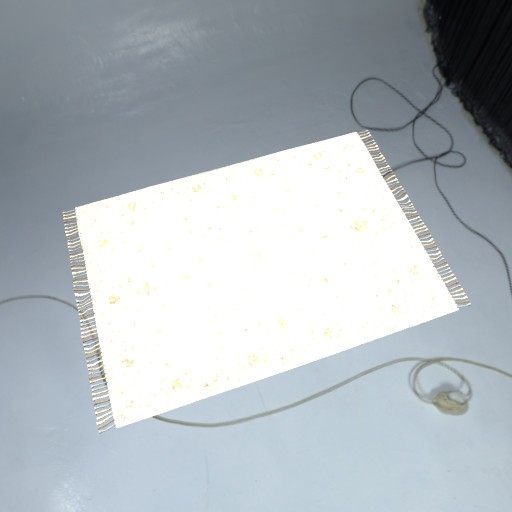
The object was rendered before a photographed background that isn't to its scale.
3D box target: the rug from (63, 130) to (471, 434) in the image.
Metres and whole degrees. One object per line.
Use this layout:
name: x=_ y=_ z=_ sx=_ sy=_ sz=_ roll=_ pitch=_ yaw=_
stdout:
rug: x=0.000 y=0.000 z=2.322 sx=1.861 sy=0.017 sz=1.218 roll=-17 pitch=64 yaw=-8
